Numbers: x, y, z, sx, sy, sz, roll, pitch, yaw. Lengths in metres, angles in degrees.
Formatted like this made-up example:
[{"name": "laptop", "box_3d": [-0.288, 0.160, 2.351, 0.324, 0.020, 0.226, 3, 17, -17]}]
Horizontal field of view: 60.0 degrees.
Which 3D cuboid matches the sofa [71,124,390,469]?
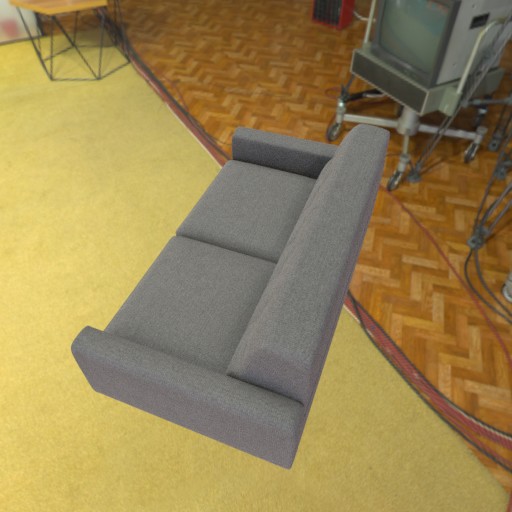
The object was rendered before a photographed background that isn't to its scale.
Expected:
[{"name": "sofa", "box_3d": [0.000, 0.000, 2.148, 0.909, 0.841, 1.631, 16, 50, 14]}]
